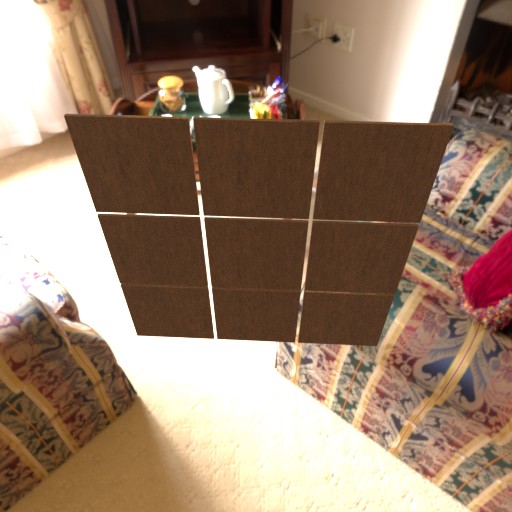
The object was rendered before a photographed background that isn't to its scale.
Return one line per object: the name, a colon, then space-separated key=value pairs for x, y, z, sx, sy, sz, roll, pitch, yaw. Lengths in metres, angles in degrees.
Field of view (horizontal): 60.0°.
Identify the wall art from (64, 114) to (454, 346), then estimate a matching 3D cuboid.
wall art: x=0.000 y=0.000 z=1.814 sx=1.215 sy=1.213 sz=0.013 roll=2 pitch=46 yaw=2
